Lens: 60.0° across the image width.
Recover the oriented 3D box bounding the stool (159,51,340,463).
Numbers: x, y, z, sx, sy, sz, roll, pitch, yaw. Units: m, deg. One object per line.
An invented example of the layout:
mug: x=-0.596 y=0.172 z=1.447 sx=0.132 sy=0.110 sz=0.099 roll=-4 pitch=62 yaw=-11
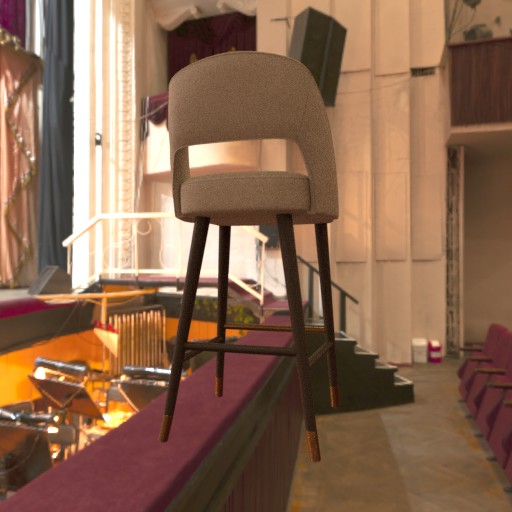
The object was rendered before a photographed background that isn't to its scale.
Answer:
stool: x=0.000 y=0.000 z=1.362 sx=0.494 sy=1.037 sz=0.509 roll=0 pitch=-1 yaw=17
